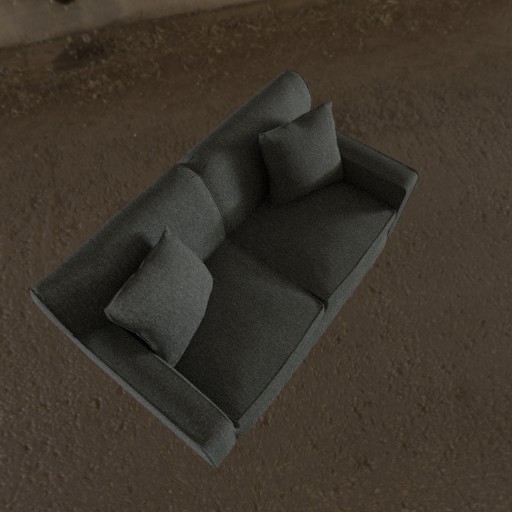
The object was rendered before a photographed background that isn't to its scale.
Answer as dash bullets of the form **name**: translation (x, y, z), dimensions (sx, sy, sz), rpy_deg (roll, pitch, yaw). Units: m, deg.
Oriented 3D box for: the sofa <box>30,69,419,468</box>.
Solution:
- **sofa**: translation (0.000, 0.000, 2.388), dimensions (0.998, 0.958, 1.846), rpy_deg (33, 64, 18)
